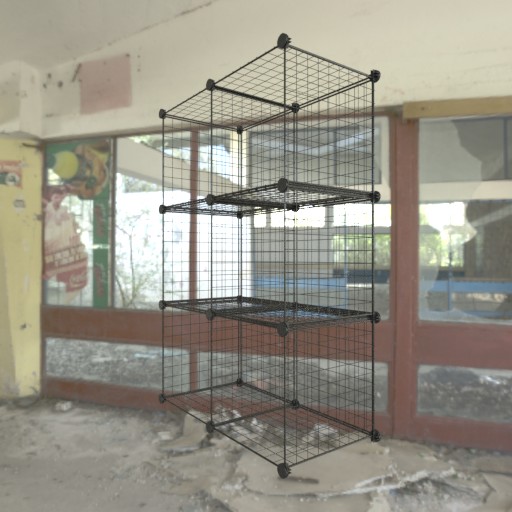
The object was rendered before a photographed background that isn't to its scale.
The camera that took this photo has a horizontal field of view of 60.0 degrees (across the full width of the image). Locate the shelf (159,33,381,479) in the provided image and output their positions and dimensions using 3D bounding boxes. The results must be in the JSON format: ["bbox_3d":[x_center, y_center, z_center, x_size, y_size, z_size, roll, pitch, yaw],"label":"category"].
[{"bbox_3d":[0.000,0.000,1.441,0.356,1.067,0.711,0,0,-37],"label":"shelf"}]
